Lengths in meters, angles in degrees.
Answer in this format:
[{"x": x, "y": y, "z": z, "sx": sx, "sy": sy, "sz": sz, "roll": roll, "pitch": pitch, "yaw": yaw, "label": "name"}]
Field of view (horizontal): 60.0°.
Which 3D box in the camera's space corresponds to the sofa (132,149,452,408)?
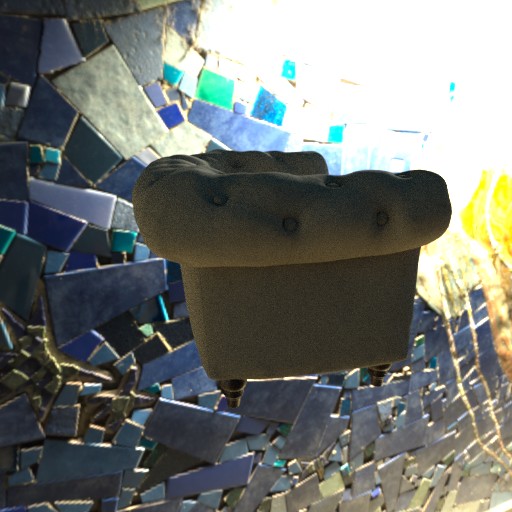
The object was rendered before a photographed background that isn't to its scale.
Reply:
[{"x": 0.000, "y": 0.000, "z": 1.992, "sx": 1.034, "sy": 0.878, "sz": 1.405, "roll": -3, "pitch": 17, "yaw": -11, "label": "sofa"}]
